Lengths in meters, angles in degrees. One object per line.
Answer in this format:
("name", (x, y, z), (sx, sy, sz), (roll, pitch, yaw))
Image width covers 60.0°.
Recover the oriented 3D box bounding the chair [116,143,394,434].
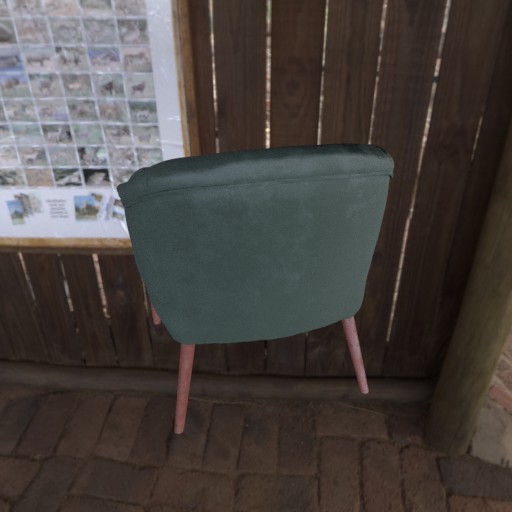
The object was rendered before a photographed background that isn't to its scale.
("chair", (0.000, 0.000, 1.477), (0.851, 0.885, 0.776), (-7, 28, -14))
